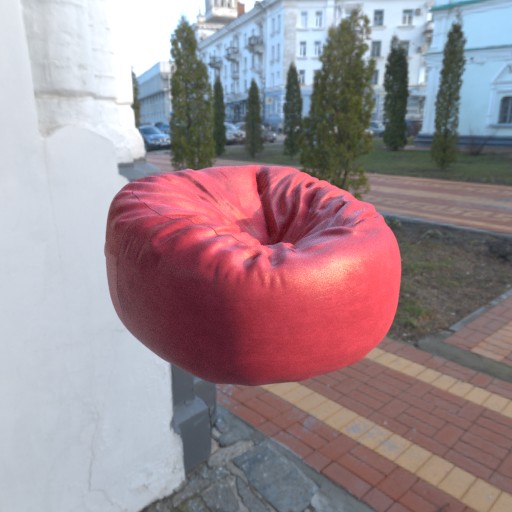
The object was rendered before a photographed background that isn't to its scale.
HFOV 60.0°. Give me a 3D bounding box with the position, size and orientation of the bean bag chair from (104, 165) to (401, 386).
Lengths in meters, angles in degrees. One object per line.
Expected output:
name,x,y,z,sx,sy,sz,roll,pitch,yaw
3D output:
bean bag chair,0.000,0.000,2.410,1.524,0.878,1.524,-8,19,-26
